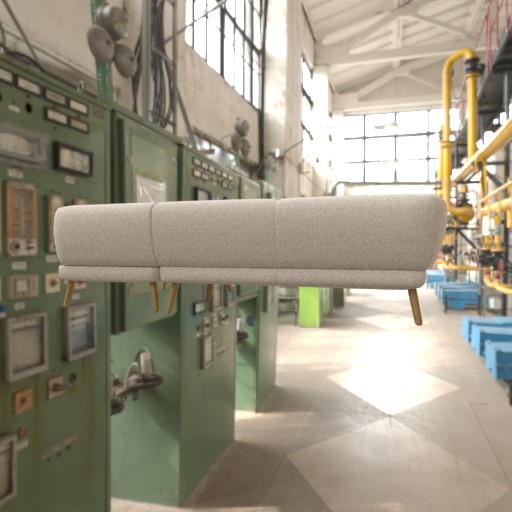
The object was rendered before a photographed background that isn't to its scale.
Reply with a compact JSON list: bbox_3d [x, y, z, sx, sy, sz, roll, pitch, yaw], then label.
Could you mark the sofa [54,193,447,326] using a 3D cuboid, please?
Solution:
[{"bbox_3d":[0.000,0.000,3.433,2.660,0.730,1.610,0,1,18],"label":"sofa"}]
